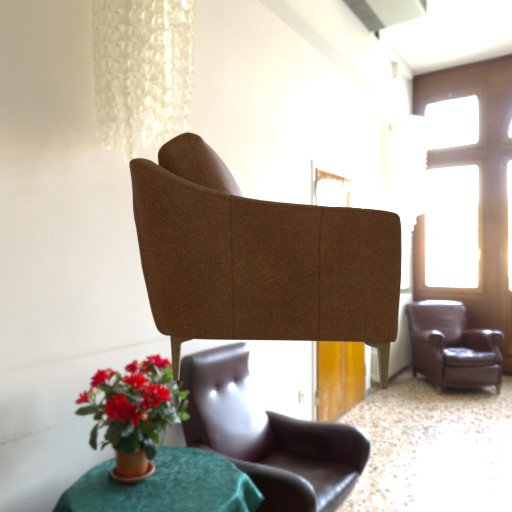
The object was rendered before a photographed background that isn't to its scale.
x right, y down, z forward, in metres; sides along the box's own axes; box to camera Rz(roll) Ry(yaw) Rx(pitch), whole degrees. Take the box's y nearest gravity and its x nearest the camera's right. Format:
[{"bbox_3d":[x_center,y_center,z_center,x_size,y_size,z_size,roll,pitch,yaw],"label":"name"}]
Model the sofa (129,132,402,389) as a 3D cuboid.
[{"bbox_3d":[0.000,0.000,2.240,0.960,0.902,1.619,0,0,-1],"label":"sofa"}]
